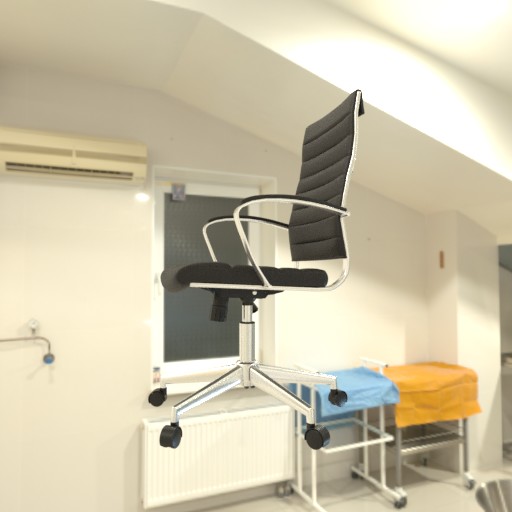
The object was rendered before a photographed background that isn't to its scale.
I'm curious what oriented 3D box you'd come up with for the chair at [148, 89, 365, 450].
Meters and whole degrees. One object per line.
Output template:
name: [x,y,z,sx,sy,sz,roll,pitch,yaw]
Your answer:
chair: [0.000,0.000,1.629,0.739,1.149,0.766,1,-2,-17]
